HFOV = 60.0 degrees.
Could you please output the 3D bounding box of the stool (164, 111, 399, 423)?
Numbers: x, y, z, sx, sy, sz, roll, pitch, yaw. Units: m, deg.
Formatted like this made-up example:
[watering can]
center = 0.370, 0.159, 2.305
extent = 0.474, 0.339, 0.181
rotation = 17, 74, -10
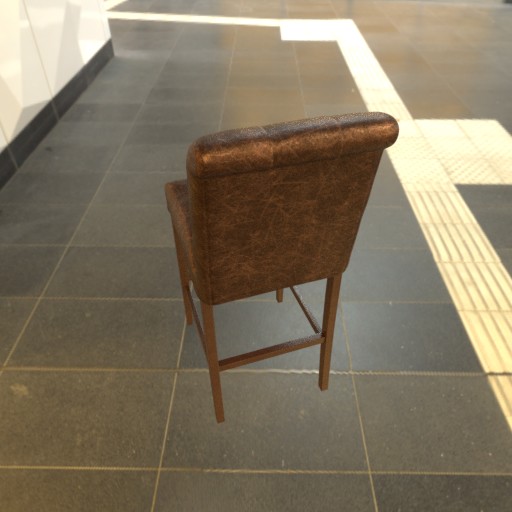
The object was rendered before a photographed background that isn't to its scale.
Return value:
[stool]
center = 0.000, 0.000, 1.501
extent = 0.483, 1.168, 0.659
rotation = -12, 42, -14
